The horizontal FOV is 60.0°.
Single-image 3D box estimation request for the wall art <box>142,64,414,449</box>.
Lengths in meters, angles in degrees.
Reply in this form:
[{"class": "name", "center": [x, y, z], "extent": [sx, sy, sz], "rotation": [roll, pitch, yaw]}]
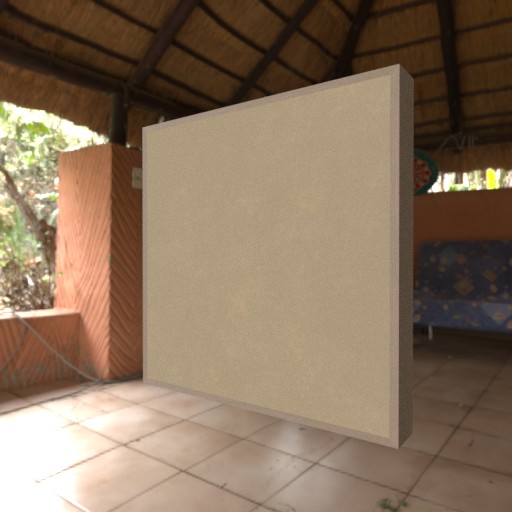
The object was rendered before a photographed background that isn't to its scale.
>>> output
[{"class": "wall art", "center": [0.000, 0.000, 0.453], "extent": [0.304, 0.303, 0.038], "rotation": [0, 1, 36]}]
